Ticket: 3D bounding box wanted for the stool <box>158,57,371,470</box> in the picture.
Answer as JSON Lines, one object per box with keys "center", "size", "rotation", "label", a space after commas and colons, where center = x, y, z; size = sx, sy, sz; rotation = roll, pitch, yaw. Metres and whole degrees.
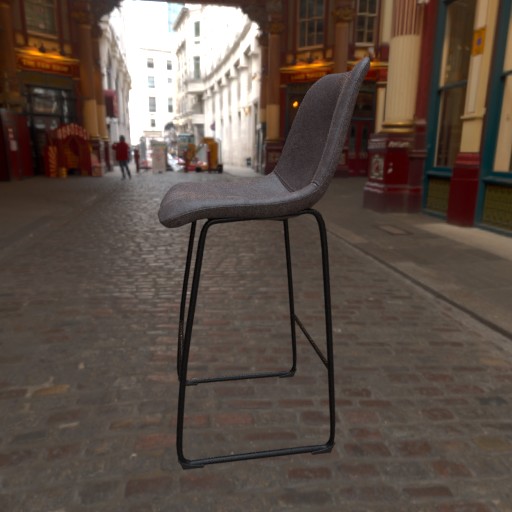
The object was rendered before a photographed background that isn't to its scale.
{"center": [0.000, 0.000, 1.348], "size": [0.561, 1.082, 0.514], "rotation": [-2, 14, -9], "label": "stool"}
